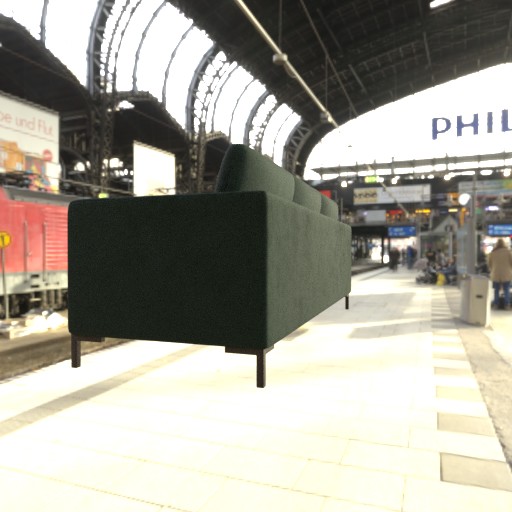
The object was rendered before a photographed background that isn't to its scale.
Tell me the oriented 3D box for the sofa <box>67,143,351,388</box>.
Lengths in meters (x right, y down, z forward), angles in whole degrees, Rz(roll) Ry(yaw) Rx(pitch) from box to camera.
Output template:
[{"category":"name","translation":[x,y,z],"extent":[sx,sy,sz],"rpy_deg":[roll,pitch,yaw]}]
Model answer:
[{"category":"sofa","translation":[0.000,0.000,2.655],"extent":[0.859,0.870,2.218],"rpy_deg":[0,1,19]}]
